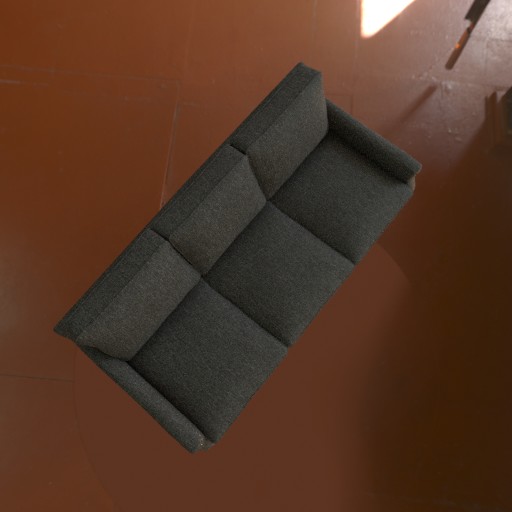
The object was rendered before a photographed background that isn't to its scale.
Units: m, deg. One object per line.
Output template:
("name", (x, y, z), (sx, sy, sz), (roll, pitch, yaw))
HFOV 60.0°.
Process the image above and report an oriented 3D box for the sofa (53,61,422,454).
("sofa", (0.000, 0.000, 2.829), (1.084, 1.003, 2.246), (39, 79, 9))
